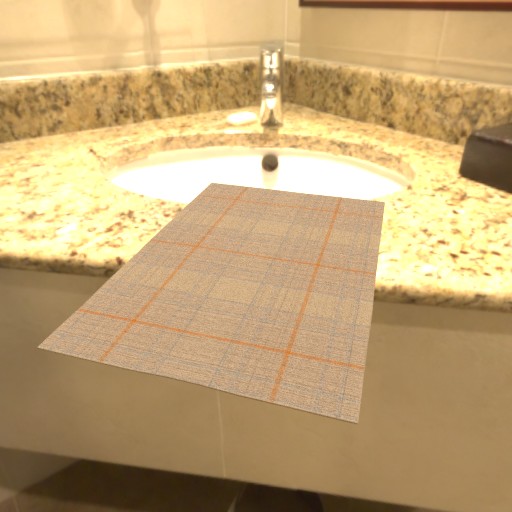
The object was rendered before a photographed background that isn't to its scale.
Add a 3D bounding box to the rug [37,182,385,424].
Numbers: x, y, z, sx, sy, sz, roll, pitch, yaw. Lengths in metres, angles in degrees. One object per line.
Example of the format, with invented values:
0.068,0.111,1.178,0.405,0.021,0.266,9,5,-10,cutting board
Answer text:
0.000,0.000,2.316,1.232,0.015,1.825,9,32,14,rug
